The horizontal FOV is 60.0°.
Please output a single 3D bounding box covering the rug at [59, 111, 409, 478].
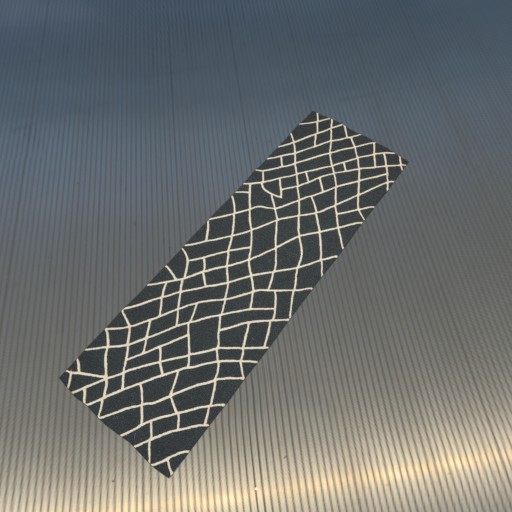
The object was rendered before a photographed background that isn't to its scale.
[{"bbox_3d":[0.000,0.000,2.709,0.807,0.010,2.476,34,67,16],"label":"rug"}]
